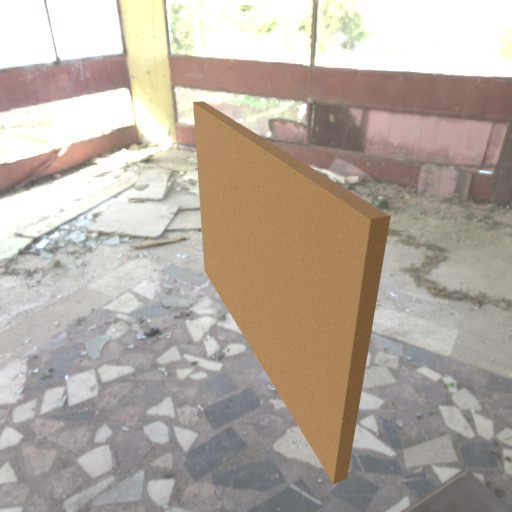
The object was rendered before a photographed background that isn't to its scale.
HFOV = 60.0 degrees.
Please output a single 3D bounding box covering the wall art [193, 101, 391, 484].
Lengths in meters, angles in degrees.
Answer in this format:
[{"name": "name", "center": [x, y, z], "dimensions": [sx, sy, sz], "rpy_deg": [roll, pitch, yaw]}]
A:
[{"name": "wall art", "center": [0.000, 0.000, 1.145], "dimensions": [0.033, 0.608, 0.915], "rpy_deg": [-12, 32, -20]}]
